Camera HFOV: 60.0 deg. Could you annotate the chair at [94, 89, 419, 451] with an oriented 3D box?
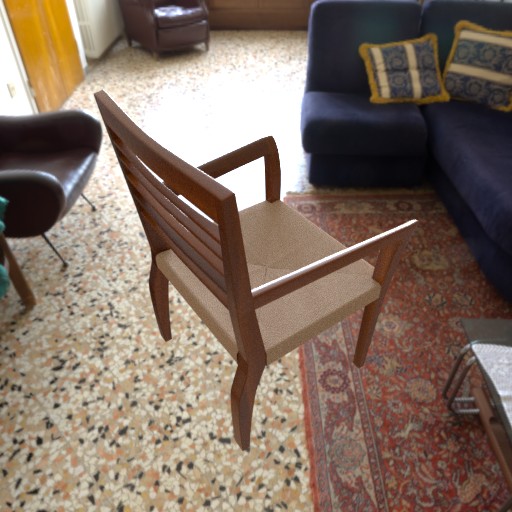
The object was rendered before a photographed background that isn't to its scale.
[{"bbox_3d":[0.000,0.000,1.228,0.540,0.855,0.587,-25,46,-26],"label":"chair"}]
